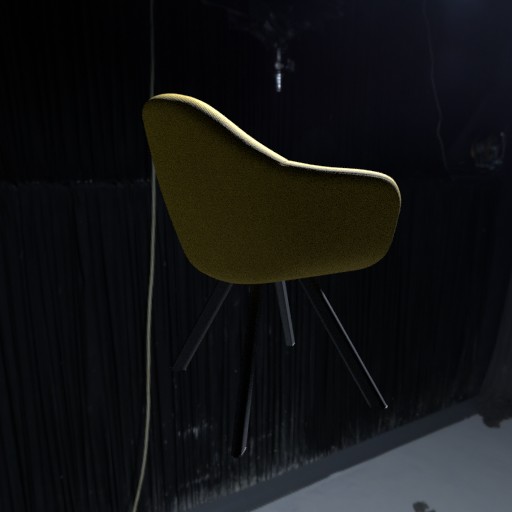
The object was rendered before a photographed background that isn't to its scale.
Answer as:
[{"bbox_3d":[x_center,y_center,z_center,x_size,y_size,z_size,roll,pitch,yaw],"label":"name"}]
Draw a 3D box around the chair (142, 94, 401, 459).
[{"bbox_3d":[0.000,0.000,1.193,0.550,0.795,0.590,-6,14,-26],"label":"chair"}]
